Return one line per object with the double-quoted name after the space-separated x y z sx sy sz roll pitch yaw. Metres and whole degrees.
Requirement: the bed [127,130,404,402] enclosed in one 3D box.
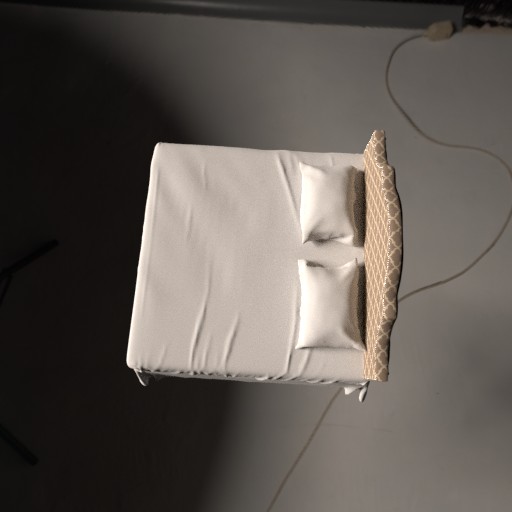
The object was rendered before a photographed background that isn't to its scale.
0.000 0.000 3.752 2.222 1.601 2.314 3 75 1 "bed"
